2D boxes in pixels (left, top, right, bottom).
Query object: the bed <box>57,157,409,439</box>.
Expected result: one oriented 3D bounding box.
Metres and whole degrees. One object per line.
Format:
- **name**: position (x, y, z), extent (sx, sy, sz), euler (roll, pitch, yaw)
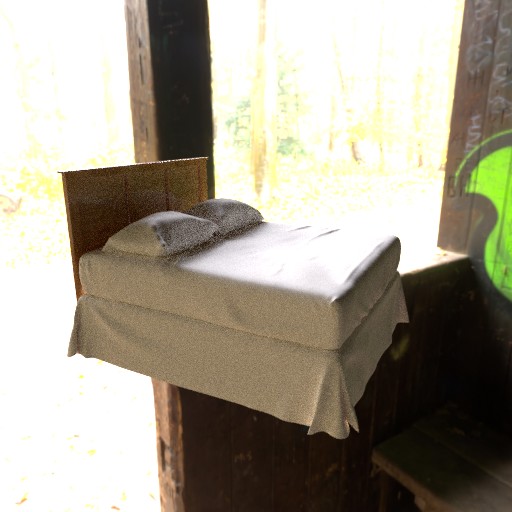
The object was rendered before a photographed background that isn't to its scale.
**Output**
- **bed**: position (0.000, 0.000, 3.242), extent (2.035, 1.273, 1.870), euler (8, 18, 27)
